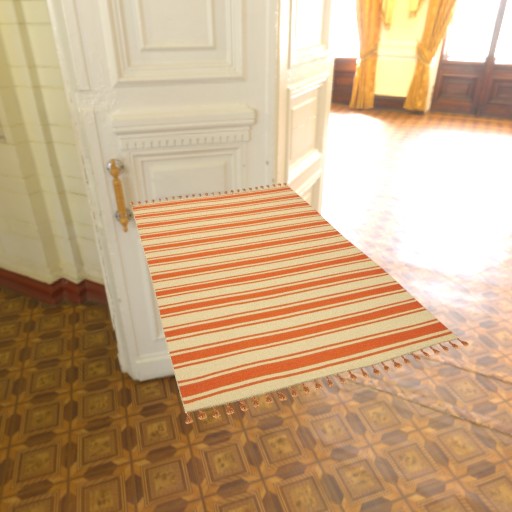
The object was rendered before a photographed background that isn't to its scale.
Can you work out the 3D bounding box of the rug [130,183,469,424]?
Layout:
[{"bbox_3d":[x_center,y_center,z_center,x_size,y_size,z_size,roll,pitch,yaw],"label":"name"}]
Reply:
[{"bbox_3d":[0.000,0.000,2.567,1.232,0.017,2.092,-10,31,-16],"label":"rug"}]
